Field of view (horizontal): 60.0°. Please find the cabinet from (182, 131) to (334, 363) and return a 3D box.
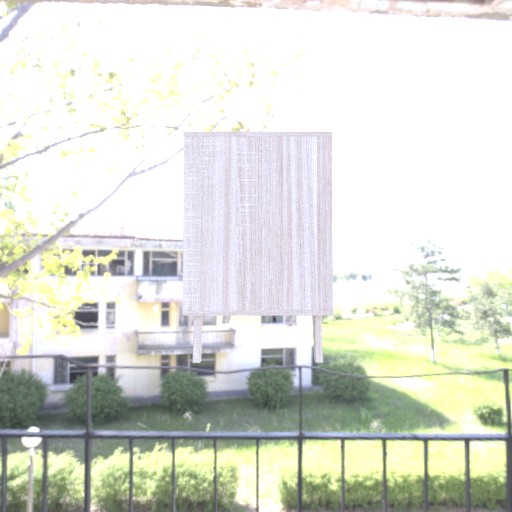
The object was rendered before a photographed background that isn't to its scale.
[{"bbox_3d":[0.000,0.000,2.572,0.500,0.780,2.200,0,-1,0],"label":"cabinet"}]
